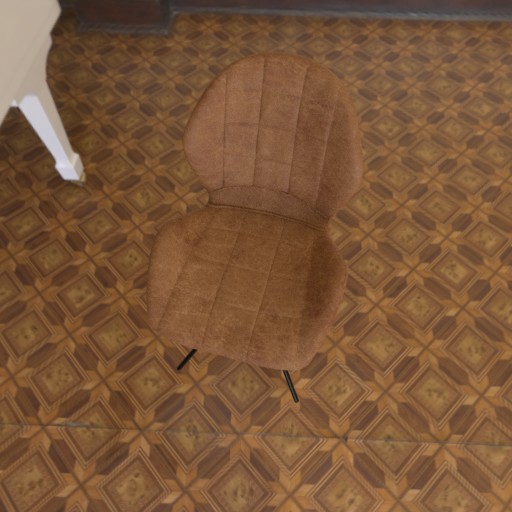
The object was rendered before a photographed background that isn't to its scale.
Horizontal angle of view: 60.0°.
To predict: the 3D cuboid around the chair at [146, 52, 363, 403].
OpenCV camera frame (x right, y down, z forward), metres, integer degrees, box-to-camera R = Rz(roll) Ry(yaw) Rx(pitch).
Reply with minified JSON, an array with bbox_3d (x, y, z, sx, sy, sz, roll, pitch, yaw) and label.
[{"bbox_3d":[0.000,0.000,1.312,0.527,0.929,0.640,13,59,8],"label":"chair"}]
